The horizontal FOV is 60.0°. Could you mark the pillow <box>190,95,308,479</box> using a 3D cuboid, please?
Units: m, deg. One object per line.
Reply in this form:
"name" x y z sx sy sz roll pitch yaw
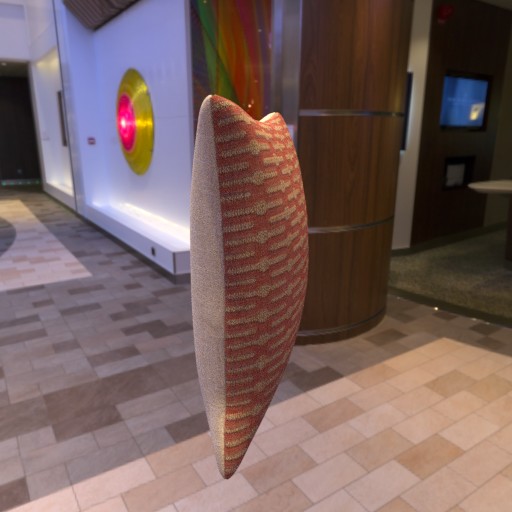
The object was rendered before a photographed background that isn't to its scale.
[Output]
"pillow" 0.000 0.000 0.783 0.182 0.503 0.511 3 16 10
